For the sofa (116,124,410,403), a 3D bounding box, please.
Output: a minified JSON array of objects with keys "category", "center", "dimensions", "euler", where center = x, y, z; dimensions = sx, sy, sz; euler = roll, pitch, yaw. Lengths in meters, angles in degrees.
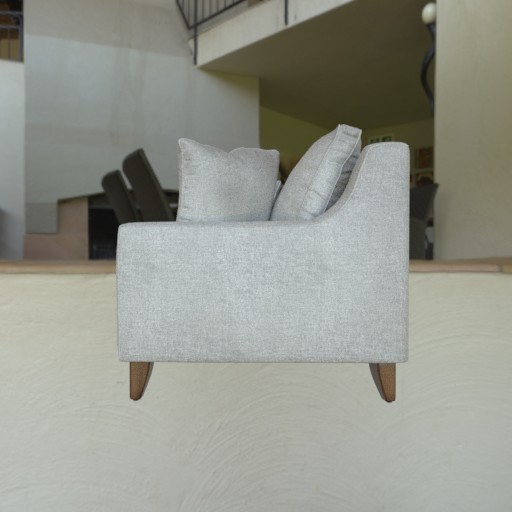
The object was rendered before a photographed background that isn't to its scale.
[{"category":"sofa","center":[0.000,0.000,2.000],"dimensions":[0.915,0.863,1.422],"euler":[0,1,0]}]
